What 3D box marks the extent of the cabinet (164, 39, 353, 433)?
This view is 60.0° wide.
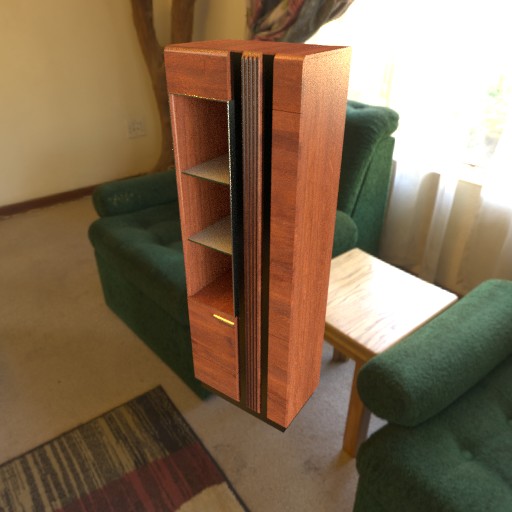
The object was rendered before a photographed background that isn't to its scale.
[{"bbox_3d":[0.000,0.000,2.305,0.660,1.980,0.420,19,35,29],"label":"cabinet"}]
